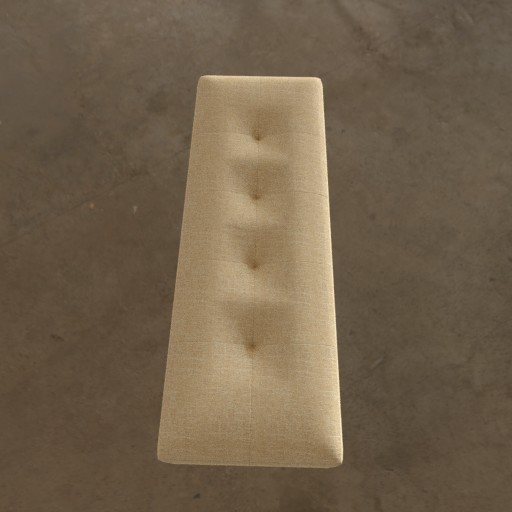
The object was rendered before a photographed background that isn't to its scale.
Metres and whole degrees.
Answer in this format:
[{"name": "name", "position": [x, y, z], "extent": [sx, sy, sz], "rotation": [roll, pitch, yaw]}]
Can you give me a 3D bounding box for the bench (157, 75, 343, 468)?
[{"name": "bench", "position": [0.000, 0.000, 1.423], "extent": [0.432, 0.406, 1.219], "rotation": [1, 64, 1]}]
